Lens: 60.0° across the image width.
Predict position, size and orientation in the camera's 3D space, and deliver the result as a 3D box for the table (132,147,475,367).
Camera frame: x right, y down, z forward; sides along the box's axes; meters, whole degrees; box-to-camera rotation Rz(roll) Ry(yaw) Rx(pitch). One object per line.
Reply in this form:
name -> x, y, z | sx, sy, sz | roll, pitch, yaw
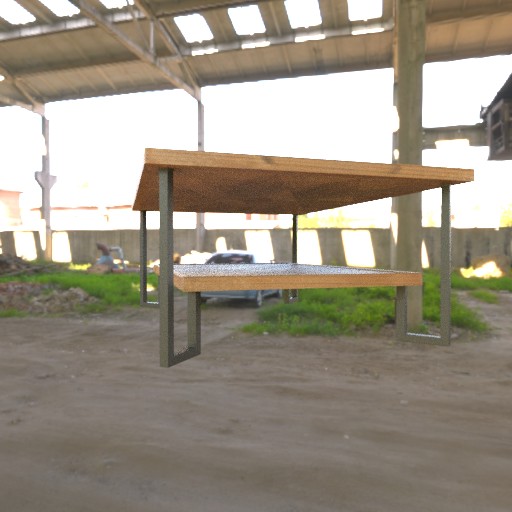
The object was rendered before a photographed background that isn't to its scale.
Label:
table -> 0.000, 0.000, 1.676 | 0.877, 0.492, 1.238 | 0, 1, -17
